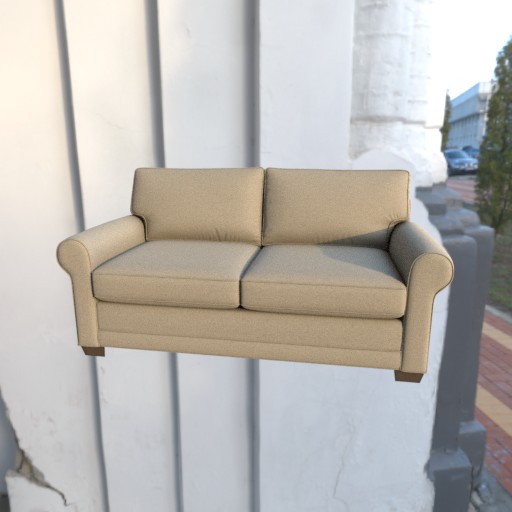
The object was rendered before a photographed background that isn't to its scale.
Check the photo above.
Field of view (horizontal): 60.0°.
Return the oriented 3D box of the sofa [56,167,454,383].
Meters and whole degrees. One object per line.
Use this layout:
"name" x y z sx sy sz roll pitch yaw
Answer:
"sofa" 0.000 0.000 2.482 1.930 0.952 0.940 2 14 9
